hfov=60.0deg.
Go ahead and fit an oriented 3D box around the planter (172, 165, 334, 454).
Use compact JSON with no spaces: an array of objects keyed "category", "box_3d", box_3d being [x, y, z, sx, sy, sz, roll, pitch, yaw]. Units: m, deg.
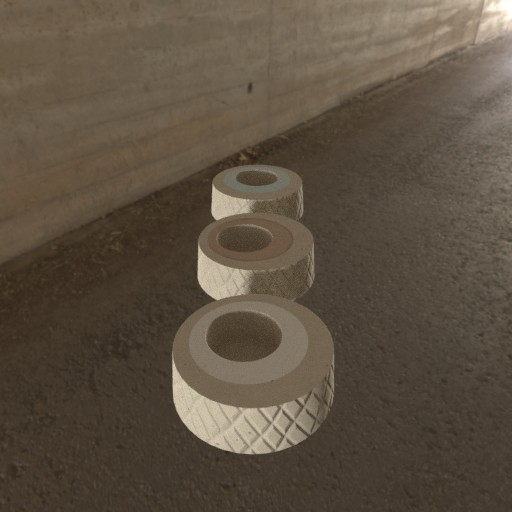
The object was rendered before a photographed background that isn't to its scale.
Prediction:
[{"category":"planter","box_3d":[0.000,0.000,0.423,0.114,0.038,0.390,0,32,1]}]
